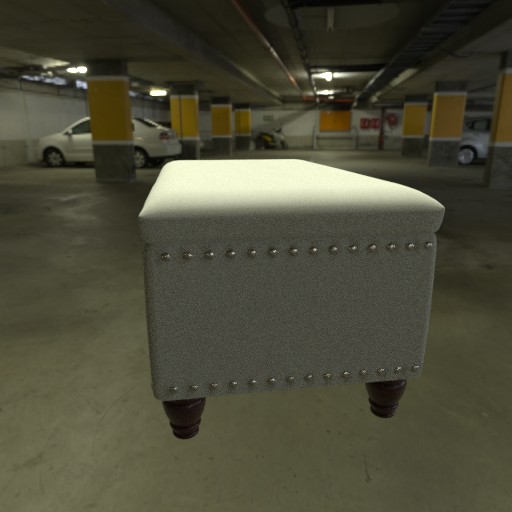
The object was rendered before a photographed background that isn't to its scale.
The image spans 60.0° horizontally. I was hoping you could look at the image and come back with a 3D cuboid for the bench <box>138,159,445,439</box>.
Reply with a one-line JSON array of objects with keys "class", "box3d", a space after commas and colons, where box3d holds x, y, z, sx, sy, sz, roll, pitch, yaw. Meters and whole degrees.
[{"class": "bench", "box3d": [0.000, 0.000, 1.167, 0.500, 0.449, 0.887, -3, 16, -9]}]
